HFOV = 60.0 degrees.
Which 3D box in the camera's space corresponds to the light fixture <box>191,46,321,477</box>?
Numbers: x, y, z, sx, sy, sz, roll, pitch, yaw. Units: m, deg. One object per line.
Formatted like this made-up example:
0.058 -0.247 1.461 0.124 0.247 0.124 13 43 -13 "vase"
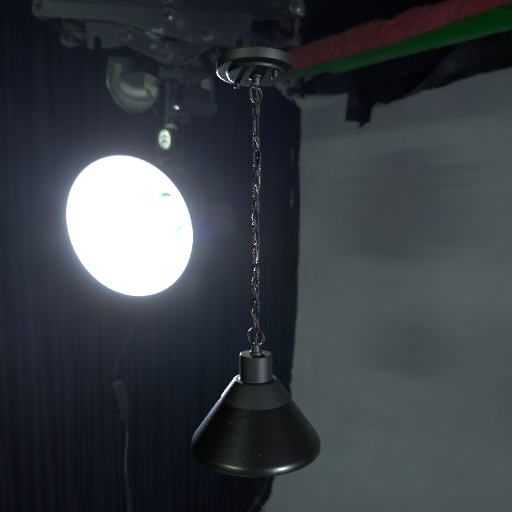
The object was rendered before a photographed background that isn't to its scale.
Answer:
0.000 0.000 0.686 0.201 0.588 0.201 1 2 35 "light fixture"
